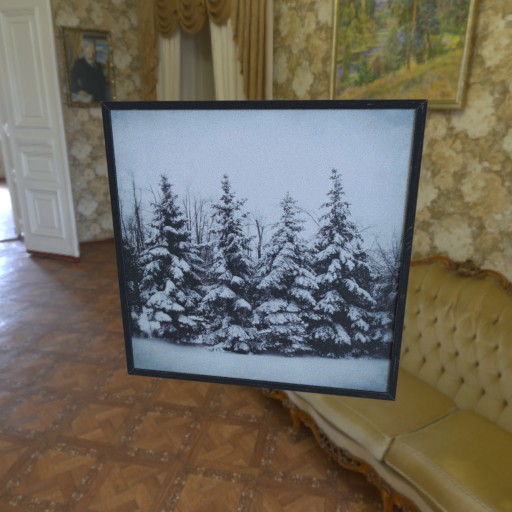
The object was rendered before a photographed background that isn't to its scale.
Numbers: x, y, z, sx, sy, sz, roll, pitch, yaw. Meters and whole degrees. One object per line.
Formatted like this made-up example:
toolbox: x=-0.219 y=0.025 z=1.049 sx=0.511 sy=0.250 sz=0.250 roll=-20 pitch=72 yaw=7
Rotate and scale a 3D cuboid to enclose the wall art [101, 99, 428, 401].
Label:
wall art: x=0.000 y=0.000 z=1.149 sx=0.761 sy=0.761 sz=0.037 roll=3 pitch=18 yaw=9
